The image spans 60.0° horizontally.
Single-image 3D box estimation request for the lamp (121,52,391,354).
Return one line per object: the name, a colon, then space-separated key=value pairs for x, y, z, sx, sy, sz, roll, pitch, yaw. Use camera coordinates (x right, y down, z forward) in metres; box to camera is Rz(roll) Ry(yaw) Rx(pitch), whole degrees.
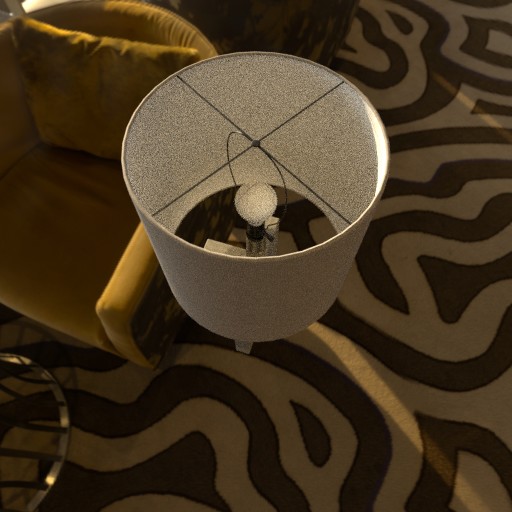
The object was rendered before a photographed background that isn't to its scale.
lamp: x=0.000 y=0.000 z=0.568 sx=0.229 sy=0.428 sz=0.229 roll=16 pitch=64 yaw=8
